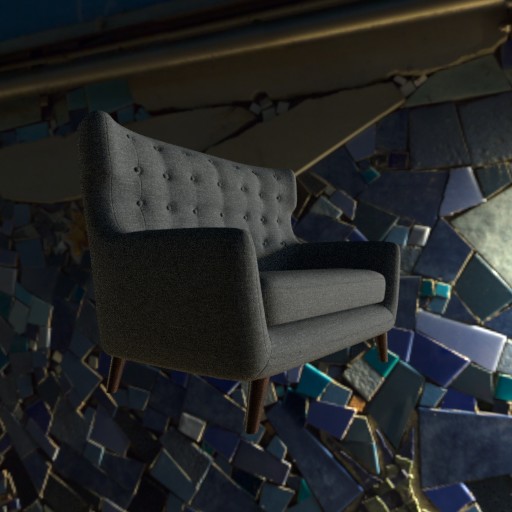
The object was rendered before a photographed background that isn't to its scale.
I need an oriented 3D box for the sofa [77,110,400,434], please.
[{"bbox_3d":[0.000,0.000,1.953,0.874,1.028,1.358,0,0,36],"label":"sofa"}]
